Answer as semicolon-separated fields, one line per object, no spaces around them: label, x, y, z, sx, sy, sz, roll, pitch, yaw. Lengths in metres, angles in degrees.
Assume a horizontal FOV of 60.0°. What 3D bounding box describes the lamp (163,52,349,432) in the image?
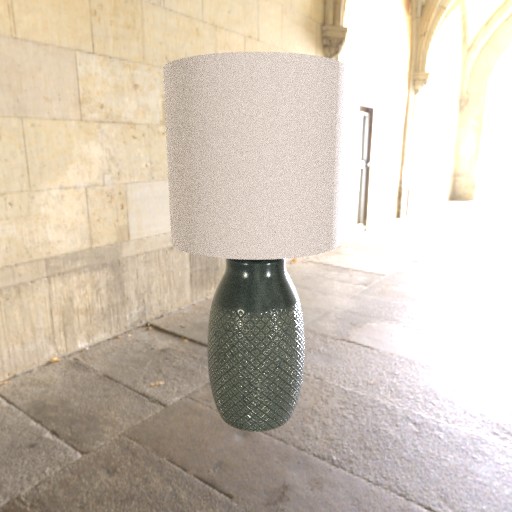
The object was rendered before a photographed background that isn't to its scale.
lamp;0.000;0.000;0.580;0.217;0.453;0.217;-2;14;-8
